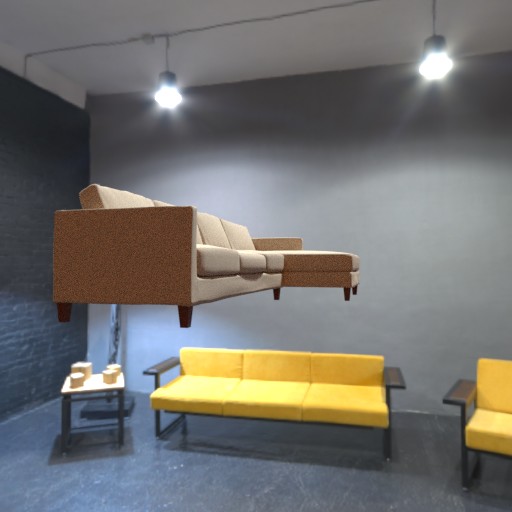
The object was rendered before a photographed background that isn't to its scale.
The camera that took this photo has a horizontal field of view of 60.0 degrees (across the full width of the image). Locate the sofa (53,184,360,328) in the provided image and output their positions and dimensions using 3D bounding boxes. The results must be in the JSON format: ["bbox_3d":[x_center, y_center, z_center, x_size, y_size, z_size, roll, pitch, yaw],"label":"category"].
[{"bbox_3d":[0.000,0.000,3.977,1.625,0.861,3.186,0,-1,17],"label":"sofa"}]
